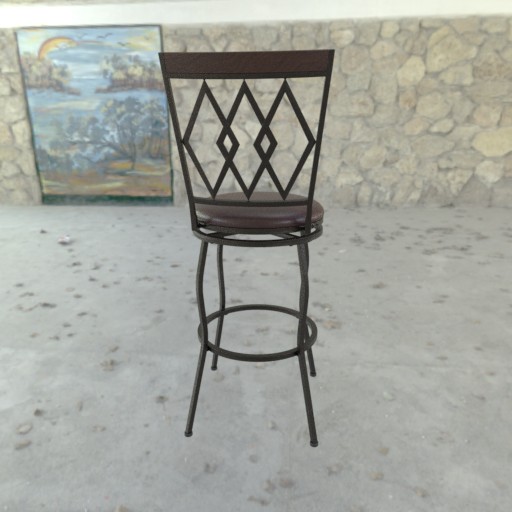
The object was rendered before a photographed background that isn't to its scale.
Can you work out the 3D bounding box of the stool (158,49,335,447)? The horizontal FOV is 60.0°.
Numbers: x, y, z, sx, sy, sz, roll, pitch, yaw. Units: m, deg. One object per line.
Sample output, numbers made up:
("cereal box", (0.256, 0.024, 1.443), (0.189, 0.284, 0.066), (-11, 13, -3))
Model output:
("stool", (0.000, 0.000, 1.408), (0.432, 1.134, 0.521), (2, 17, 6))
